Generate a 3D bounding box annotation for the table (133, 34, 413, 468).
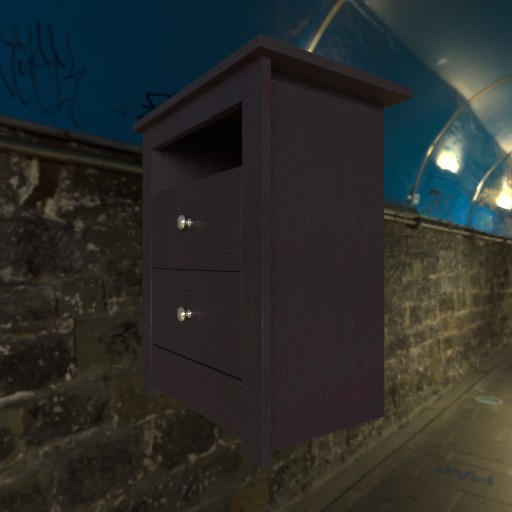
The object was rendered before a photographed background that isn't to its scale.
[{"bbox_3d":[0.000,0.000,1.068,0.408,0.711,0.589,0,-1,-35],"label":"table"}]
